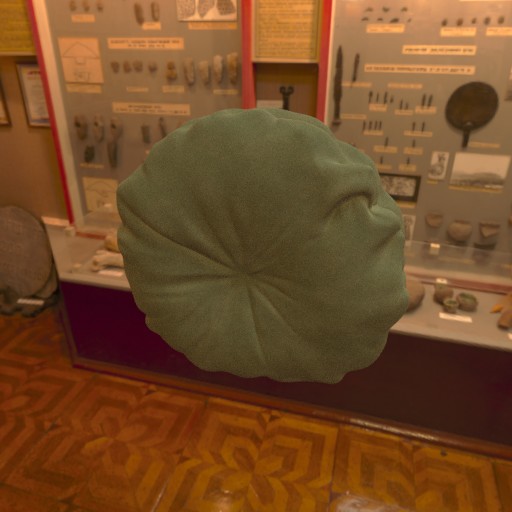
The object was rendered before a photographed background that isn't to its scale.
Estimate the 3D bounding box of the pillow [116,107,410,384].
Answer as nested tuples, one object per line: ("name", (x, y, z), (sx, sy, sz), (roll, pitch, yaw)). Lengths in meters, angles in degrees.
("pillow", (0.000, 0.000, 0.637), (0.428, 0.407, 0.148), (8, 28, 15))
